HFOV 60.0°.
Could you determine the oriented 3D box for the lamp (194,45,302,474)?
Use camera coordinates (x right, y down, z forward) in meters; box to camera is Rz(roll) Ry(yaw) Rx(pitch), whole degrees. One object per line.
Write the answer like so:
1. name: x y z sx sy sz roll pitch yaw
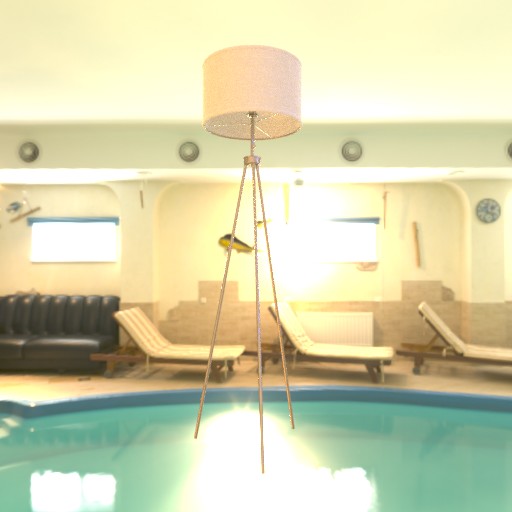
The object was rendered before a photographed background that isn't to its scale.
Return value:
1. lamp: 0.000 0.000 1.799 0.448 1.545 0.458 0 0 -18
